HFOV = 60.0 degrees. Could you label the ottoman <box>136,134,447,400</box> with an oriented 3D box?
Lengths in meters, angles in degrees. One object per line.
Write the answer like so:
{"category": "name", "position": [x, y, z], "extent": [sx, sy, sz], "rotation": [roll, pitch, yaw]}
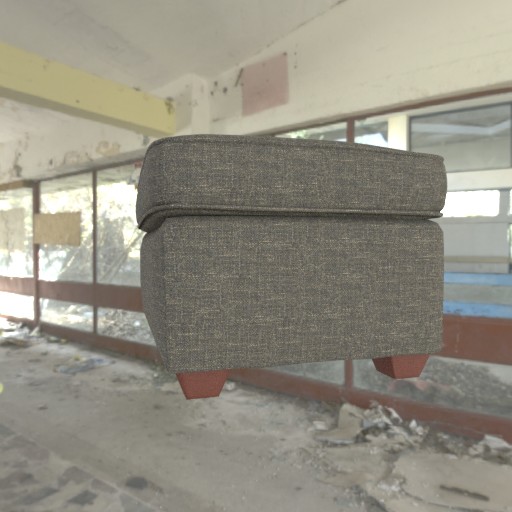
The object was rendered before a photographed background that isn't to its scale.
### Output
{"category": "ottoman", "position": [0.000, 0.000, 1.076], "extent": [0.549, 0.450, 0.749], "rotation": [0, 1, -17]}
